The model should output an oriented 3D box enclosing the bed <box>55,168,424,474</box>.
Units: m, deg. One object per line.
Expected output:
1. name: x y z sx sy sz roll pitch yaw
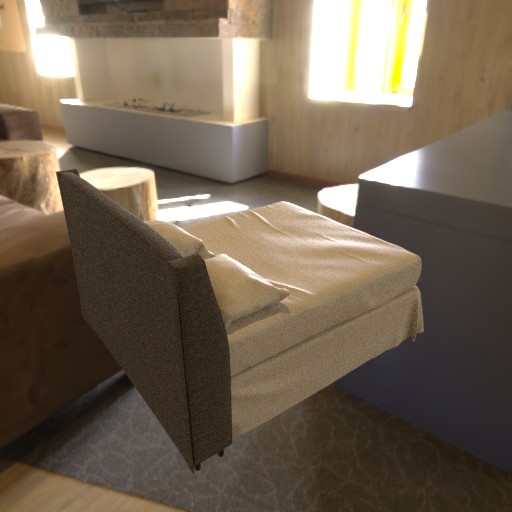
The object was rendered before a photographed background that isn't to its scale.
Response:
1. bed: 0.000 0.000 3.431 2.276 1.332 1.925 -18 31 -32
